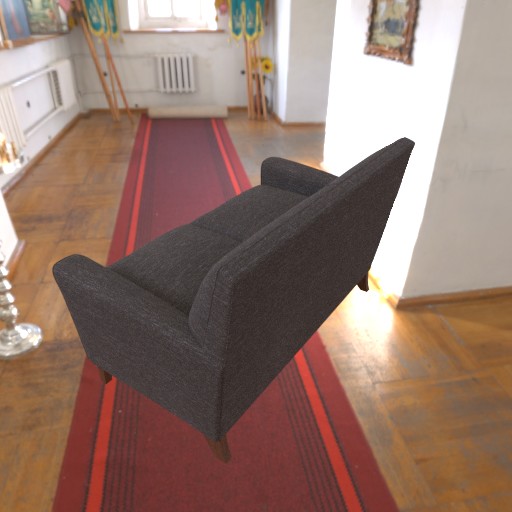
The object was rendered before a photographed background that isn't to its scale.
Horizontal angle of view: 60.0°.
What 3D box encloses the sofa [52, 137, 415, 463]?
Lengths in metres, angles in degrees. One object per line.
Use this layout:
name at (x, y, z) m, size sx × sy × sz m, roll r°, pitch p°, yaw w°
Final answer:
sofa at (0.000, 0.000, 2.058) m, size 0.867 × 0.905 × 1.509 m, roll 20°, pitch 37°, yaw 29°
